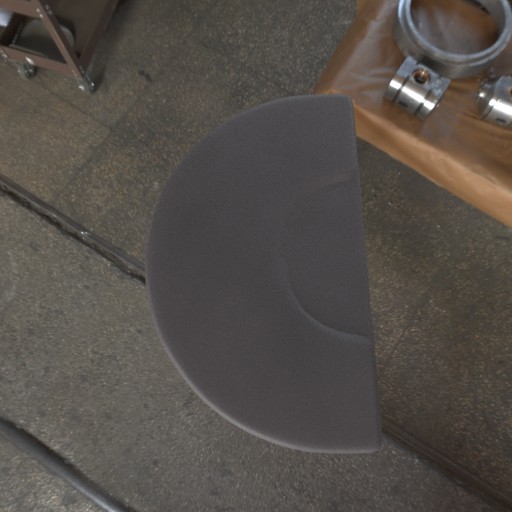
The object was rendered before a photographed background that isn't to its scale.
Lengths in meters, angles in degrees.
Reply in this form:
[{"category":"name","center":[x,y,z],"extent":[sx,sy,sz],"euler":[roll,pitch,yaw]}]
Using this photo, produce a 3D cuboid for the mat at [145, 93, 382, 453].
[{"category":"mat","center":[0.000,0.000,1.829],"extent":[0.917,0.022,1.525],"euler":[-1,75,0]}]
